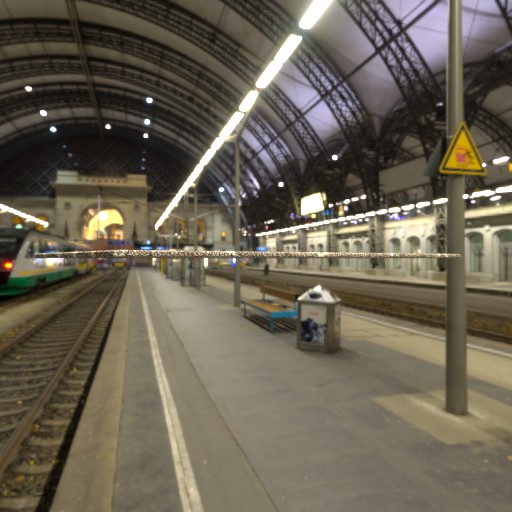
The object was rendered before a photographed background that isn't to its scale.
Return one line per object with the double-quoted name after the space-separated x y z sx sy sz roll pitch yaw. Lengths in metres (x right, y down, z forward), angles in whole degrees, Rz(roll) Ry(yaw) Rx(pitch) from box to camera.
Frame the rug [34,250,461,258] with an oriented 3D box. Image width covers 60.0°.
0.000 0.000 2.966 2.438 0.030 1.524 0 0 -37 "rug"
